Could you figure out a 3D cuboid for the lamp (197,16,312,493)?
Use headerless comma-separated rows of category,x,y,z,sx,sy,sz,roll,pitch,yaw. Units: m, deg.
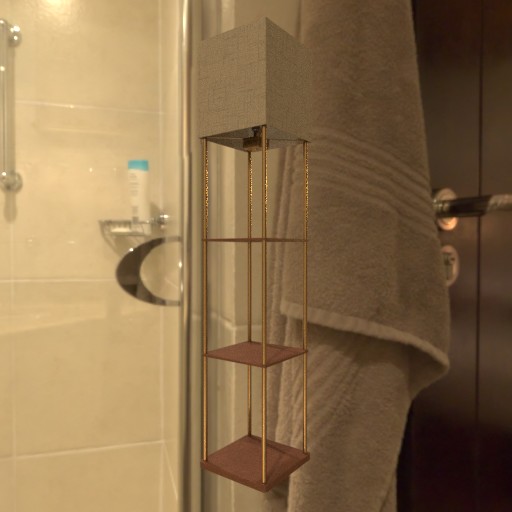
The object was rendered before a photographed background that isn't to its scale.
lamp,0.000,0.000,1.671,0.308,1.569,0.310,1,1,36
